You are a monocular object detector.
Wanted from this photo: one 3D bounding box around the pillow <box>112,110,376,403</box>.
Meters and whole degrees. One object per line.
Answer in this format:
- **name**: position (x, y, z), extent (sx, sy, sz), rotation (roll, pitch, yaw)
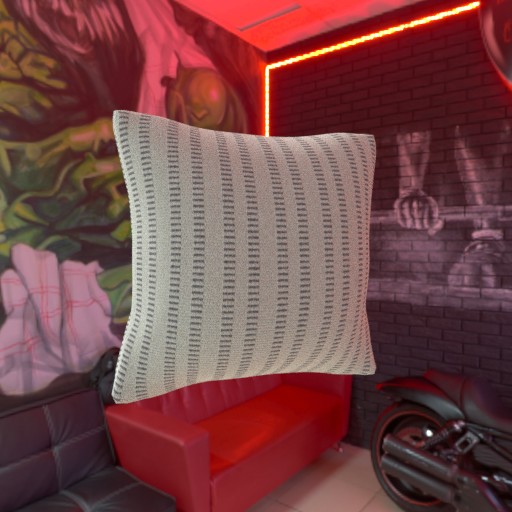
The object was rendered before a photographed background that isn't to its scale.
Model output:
- **pillow**: position (0.000, 0.000, 0.702), extent (0.438, 0.419, 0.247), rotation (-1, 2, -19)
